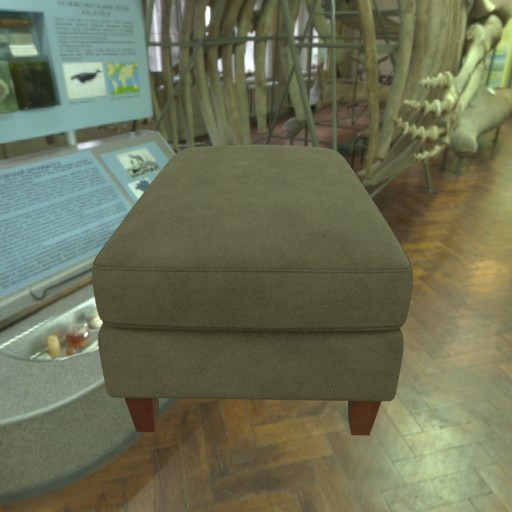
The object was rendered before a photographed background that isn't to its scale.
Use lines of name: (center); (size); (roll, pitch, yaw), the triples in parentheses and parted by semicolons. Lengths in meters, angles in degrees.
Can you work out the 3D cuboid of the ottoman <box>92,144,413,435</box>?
ottoman: (0.000, 0.000, 1.202); (0.584, 0.483, 0.864); (0, 26, 1)
